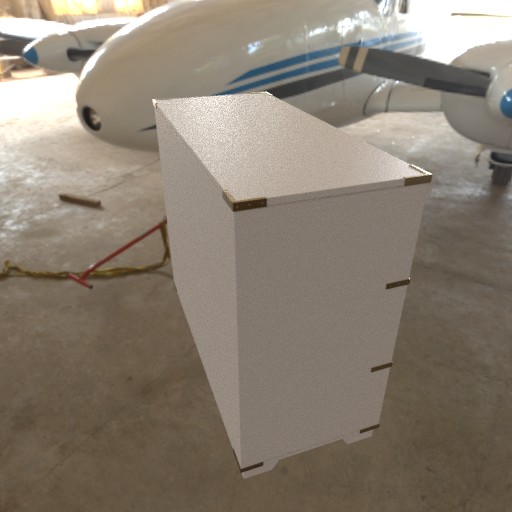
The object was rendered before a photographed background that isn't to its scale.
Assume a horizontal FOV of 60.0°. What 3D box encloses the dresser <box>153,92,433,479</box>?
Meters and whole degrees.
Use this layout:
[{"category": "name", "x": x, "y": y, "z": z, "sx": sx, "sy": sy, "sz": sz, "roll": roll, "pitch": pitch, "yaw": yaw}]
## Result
[{"category": "dresser", "x": 0.000, "y": 0.000, "z": 1.546, "sx": 0.460, "sy": 0.891, "sz": 1.022, "roll": -10, "pitch": 32, "yaw": -17}]
